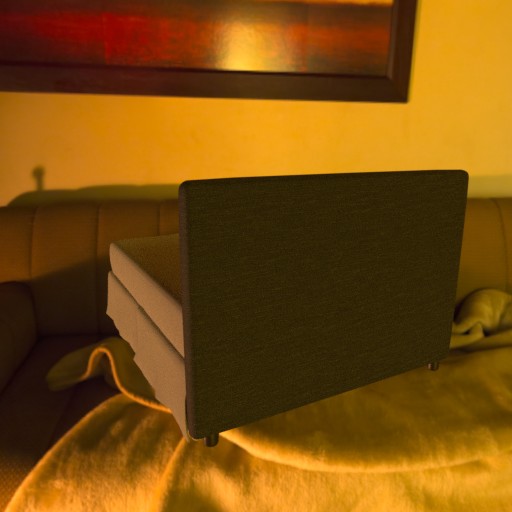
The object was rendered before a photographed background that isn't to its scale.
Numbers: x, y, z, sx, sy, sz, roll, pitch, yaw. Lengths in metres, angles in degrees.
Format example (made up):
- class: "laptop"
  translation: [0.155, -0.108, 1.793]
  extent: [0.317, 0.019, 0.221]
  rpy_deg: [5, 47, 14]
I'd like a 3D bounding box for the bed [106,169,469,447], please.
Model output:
- class: "bed"
  translation: [0.000, 0.000, 3.302]
  extent: [1.884, 1.330, 2.142]
  rpy_deg: [-8, 16, -28]
